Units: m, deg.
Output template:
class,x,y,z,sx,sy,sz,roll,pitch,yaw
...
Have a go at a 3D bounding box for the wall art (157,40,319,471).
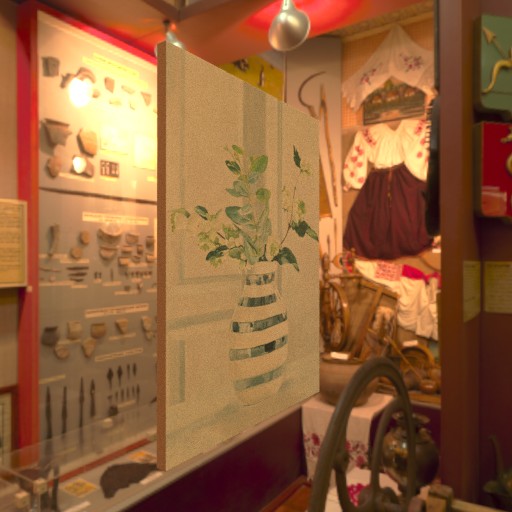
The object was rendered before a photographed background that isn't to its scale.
class,x,y,z,sx,sy,sz,roll,pitch,yaw
wall art,0.000,0.000,1.624,0.038,1.212,0.914,0,0,36
